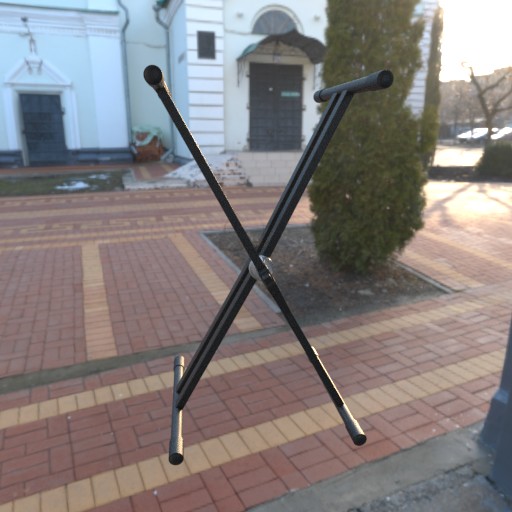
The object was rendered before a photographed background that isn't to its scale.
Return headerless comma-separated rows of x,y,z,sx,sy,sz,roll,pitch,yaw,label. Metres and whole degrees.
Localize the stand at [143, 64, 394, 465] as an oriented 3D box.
0.000,0.000,1.218,0.503,0.900,0.495,-2,16,-8,stand
